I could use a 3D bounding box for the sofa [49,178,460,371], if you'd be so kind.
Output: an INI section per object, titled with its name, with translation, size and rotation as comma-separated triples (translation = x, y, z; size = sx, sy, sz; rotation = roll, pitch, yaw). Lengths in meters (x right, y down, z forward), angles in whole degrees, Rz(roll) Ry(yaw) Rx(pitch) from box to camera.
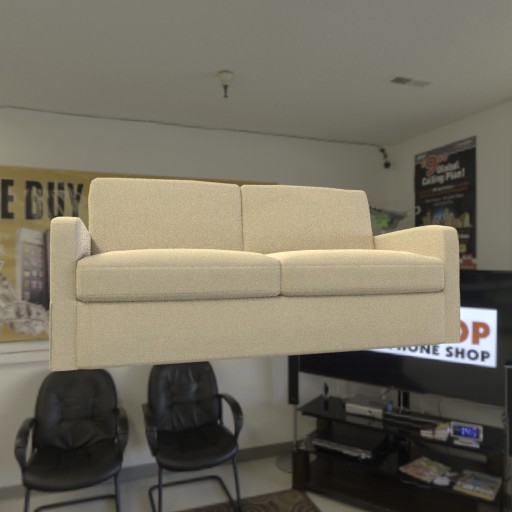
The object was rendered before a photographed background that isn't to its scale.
[sofa]
translation = 0.000, 0.000, 2.248
size = 1.808, 0.831, 0.894
rotation = 0, 0, -17
